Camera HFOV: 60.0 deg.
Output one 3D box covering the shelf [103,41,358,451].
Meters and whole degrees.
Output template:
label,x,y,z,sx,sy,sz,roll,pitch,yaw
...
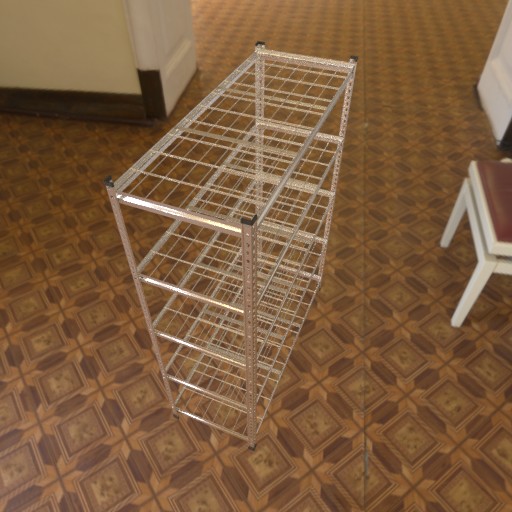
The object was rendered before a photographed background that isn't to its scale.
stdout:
label,x,y,z,sx,sy,sz,roll,pitch,yaw
shelf,0.000,0.000,2.766,0.610,1.981,1.524,17,48,16
